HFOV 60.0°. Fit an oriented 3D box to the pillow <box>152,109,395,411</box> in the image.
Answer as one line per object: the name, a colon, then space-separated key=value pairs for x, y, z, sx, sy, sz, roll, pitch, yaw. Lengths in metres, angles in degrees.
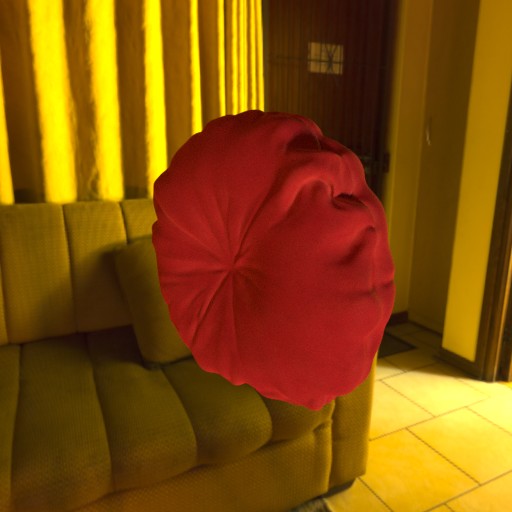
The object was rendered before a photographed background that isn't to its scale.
pillow: x=0.000 y=0.000 z=0.649 sx=0.428 sy=0.407 sz=0.148 roll=13 pitch=19 yaw=42
